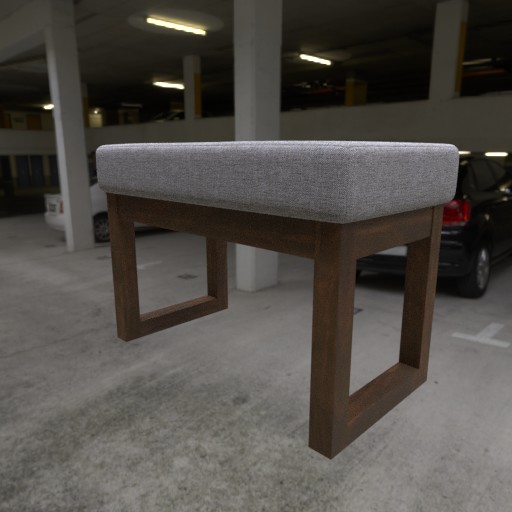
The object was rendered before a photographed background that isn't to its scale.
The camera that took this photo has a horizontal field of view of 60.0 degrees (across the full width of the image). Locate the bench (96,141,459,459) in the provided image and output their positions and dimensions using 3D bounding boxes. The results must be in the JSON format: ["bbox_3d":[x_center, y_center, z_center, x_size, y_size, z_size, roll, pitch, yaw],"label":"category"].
[{"bbox_3d":[0.000,0.000,0.947,0.681,0.467,0.366,13,19,43],"label":"bench"}]
